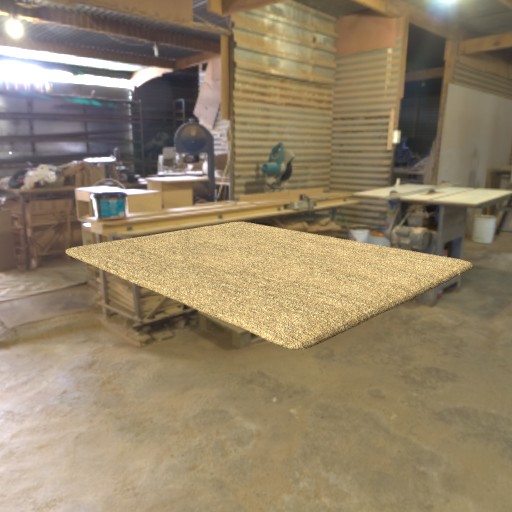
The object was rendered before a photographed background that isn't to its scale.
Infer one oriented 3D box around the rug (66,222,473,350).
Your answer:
[{"bbox_3d":[0.000,0.000,3.817,2.242,0.050,2.873,-13,19,-43],"label":"rug"}]
